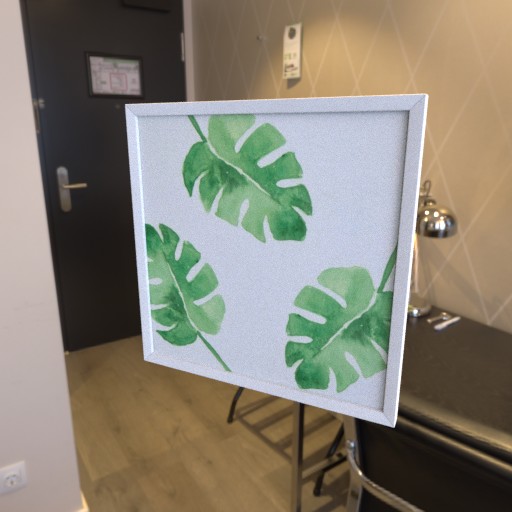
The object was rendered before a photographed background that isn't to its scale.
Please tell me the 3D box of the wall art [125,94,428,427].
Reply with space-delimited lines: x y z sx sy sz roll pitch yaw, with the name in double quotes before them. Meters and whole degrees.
"wall art" 0.000 0.000 1.148 0.762 0.762 0.040 7 17 25
